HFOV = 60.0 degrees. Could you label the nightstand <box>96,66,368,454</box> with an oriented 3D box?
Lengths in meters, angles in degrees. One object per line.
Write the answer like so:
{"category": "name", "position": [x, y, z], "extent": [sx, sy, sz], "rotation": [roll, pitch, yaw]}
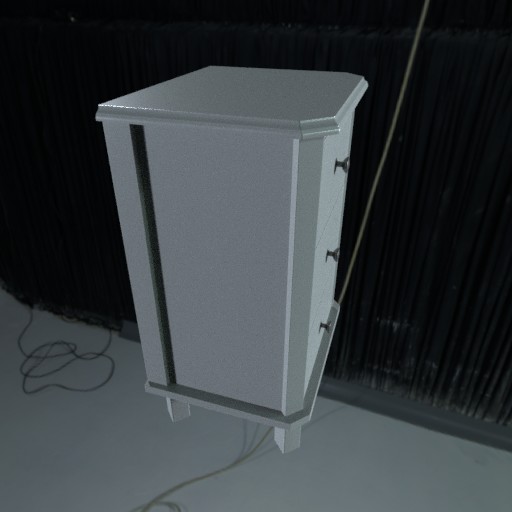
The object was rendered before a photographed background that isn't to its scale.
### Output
{"category": "nightstand", "position": [0.000, 0.000, 0.940], "extent": [0.348, 0.680, 0.435], "rotation": [10, 32, 16]}
